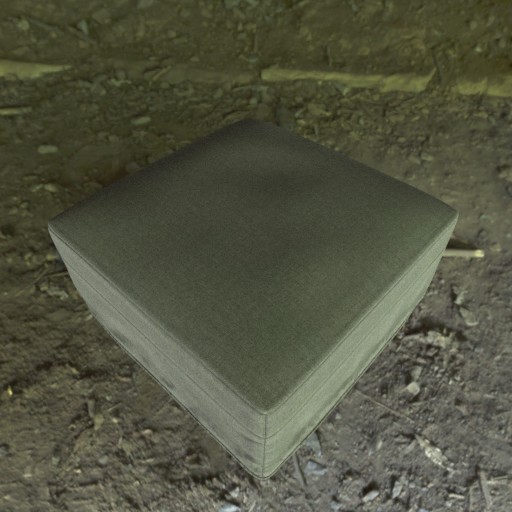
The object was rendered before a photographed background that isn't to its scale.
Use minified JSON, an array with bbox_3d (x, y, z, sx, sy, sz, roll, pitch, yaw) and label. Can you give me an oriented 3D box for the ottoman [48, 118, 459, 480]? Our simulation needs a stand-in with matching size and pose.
[{"bbox_3d":[0.000,0.000,1.339,0.840,0.436,0.843,33,54,29],"label":"ottoman"}]
